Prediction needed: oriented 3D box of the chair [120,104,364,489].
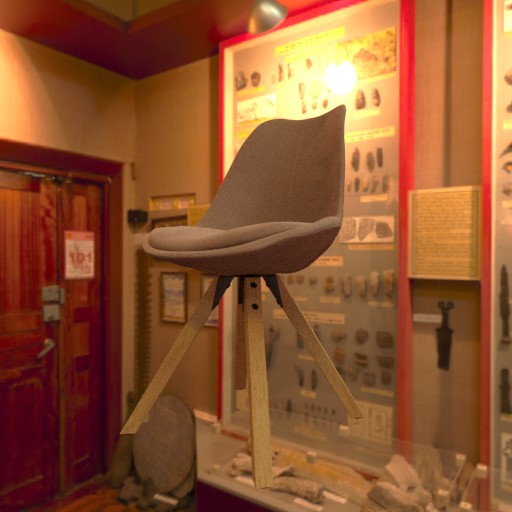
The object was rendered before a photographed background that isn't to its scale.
[{"bbox_3d":[0.000,0.000,1.132,0.485,0.850,0.550,1,1,37],"label":"chair"}]
